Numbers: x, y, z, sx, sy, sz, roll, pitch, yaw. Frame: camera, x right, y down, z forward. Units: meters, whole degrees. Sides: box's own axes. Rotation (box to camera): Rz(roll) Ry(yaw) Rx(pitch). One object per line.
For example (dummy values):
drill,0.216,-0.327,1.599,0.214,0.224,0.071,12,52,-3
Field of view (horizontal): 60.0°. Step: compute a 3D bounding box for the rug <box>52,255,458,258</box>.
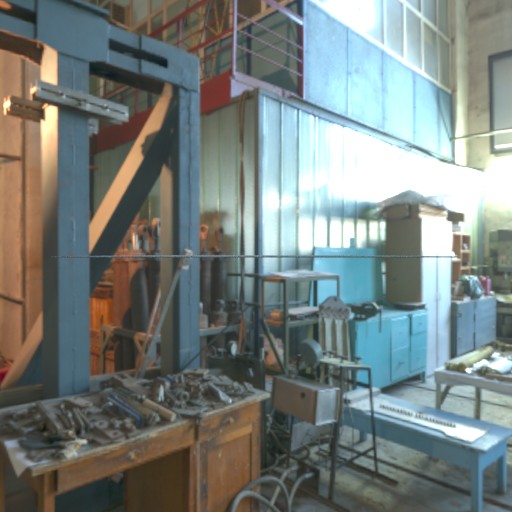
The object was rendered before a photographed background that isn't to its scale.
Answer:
rug,0.000,0.000,4.237,2.443,0.007,3.200,0,0,0
